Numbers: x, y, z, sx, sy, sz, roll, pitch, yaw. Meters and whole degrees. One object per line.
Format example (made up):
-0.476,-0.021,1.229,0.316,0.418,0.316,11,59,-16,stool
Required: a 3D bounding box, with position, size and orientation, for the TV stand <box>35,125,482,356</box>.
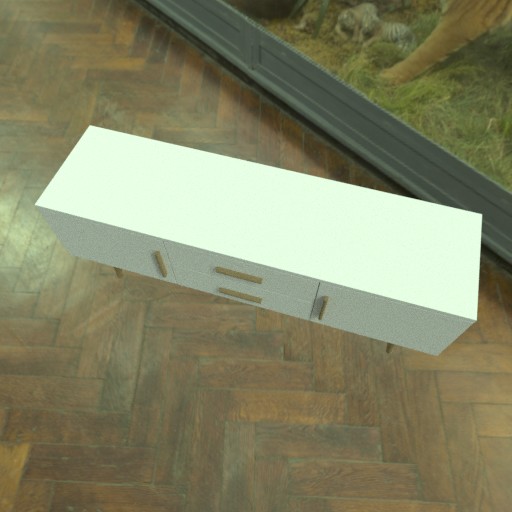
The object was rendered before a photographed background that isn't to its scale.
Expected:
0.000,0.000,1.670,1.398,0.560,0.401,15,60,8,TV stand
